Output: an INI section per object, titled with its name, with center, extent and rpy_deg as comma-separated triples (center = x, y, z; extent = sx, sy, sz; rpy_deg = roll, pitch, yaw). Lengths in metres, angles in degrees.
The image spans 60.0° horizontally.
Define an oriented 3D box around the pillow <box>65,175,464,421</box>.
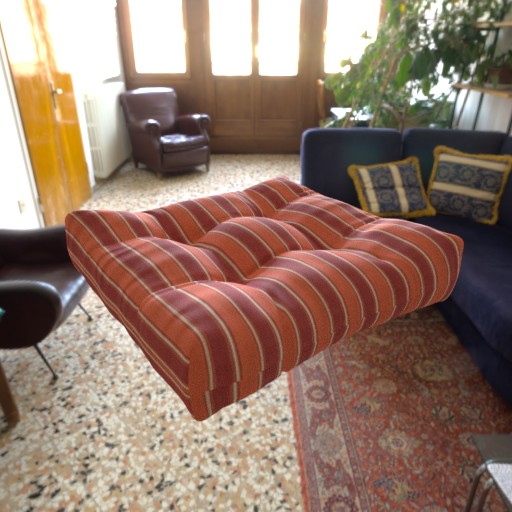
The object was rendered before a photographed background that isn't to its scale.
[pillow]
center = 0.000, 0.000, 0.730
extent = 0.490, 0.133, 0.468
rpy_deg = -18, 31, -32
